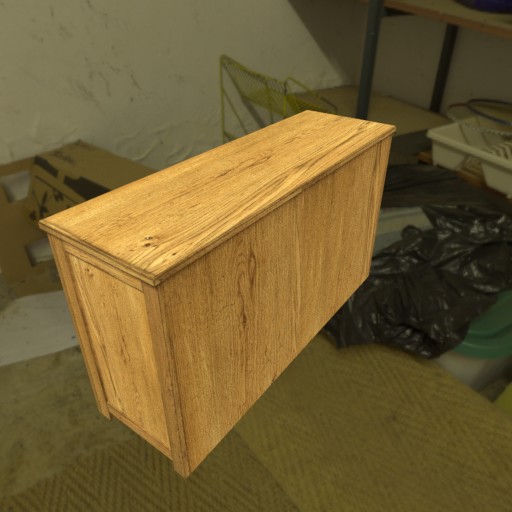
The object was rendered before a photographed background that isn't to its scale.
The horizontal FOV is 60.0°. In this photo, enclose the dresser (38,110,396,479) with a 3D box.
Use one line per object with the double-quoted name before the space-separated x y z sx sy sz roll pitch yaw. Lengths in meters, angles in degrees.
"dresser" 0.000 0.000 2.089 0.563 0.932 1.657 22 39 30
